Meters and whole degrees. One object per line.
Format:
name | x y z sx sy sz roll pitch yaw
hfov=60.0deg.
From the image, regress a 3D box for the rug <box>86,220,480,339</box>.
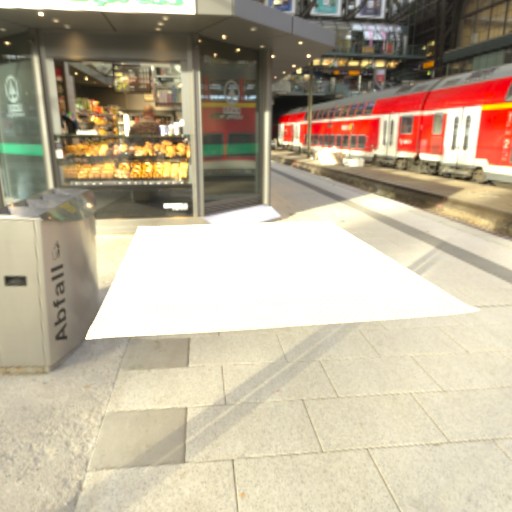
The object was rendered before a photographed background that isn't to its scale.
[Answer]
rug | 0.000 0.000 3.865 2.277 0.035 2.897 -2 16 -9
